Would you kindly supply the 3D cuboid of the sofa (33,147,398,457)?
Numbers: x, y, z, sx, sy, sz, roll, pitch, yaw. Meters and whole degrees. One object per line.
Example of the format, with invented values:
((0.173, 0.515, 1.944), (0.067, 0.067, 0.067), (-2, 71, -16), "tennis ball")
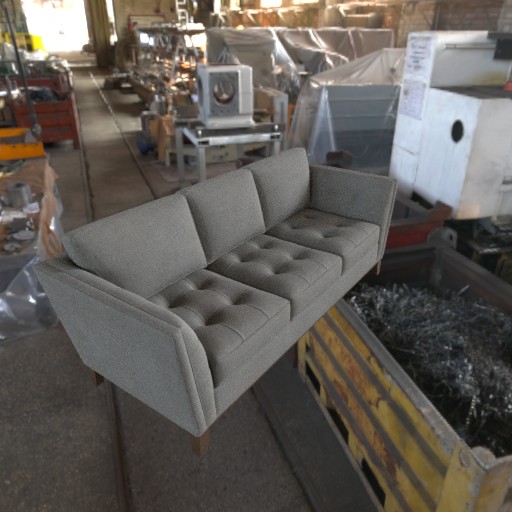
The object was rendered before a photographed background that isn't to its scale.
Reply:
((0.000, 0.000, 2.890), (0.965, 0.940, 2.387), (18, 33, 31), "sofa")
